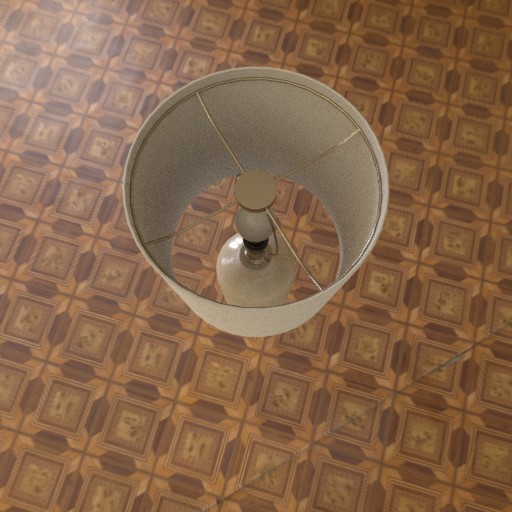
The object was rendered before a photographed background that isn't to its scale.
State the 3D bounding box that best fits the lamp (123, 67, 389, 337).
[{"bbox_3d":[0.000,0.000,0.596,0.220,0.475,0.220,-16,75,-4],"label":"lamp"}]
